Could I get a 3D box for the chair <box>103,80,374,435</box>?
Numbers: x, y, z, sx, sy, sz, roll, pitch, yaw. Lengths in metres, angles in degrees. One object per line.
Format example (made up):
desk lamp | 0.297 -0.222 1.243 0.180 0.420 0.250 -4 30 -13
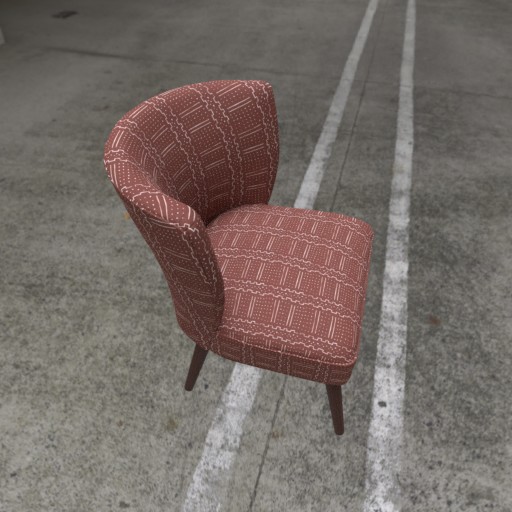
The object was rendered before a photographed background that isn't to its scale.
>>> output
chair | 0.000 0.000 1.412 0.758 0.866 0.706 11 46 11
